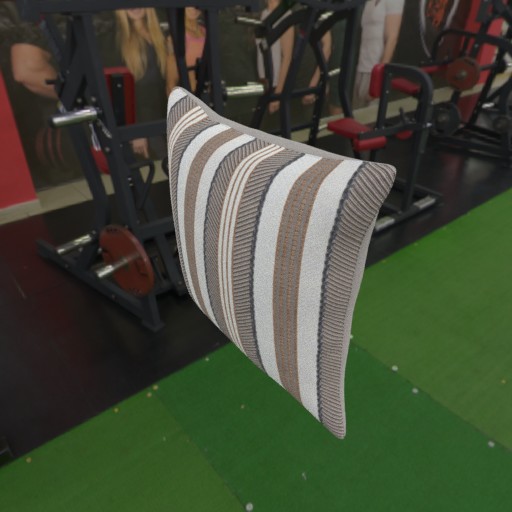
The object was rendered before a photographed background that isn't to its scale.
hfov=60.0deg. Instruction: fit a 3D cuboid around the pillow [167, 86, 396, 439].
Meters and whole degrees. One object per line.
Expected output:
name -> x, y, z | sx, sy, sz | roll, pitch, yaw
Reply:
pillow -> 0.000, 0.000, 0.643 | 0.173, 0.401, 0.416 | -22, 39, -30
